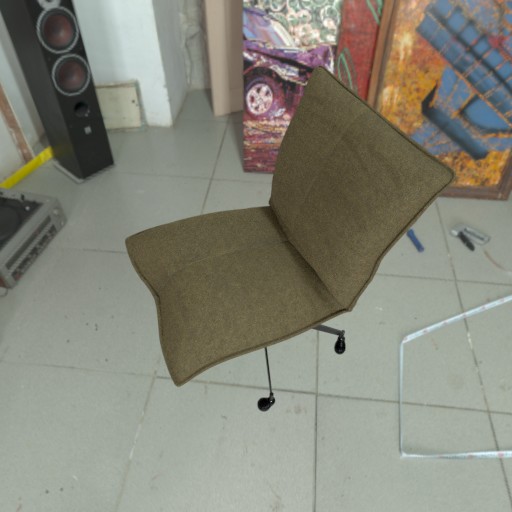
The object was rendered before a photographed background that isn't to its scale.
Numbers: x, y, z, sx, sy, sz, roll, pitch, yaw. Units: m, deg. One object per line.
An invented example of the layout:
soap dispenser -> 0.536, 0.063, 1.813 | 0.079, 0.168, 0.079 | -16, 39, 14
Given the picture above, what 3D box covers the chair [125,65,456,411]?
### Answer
chair -> 0.000, 0.000, 1.317 | 0.696, 0.811, 0.597 | -17, 49, -15
